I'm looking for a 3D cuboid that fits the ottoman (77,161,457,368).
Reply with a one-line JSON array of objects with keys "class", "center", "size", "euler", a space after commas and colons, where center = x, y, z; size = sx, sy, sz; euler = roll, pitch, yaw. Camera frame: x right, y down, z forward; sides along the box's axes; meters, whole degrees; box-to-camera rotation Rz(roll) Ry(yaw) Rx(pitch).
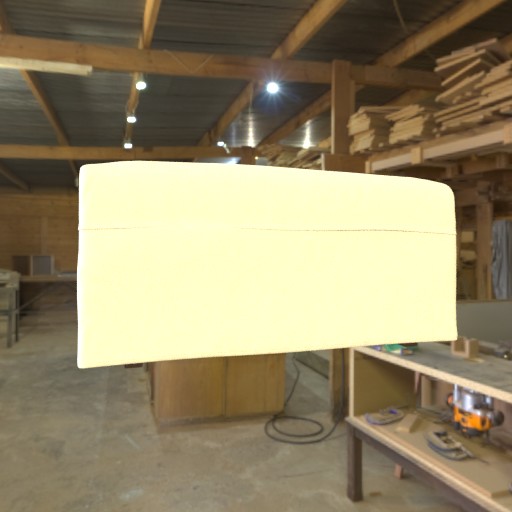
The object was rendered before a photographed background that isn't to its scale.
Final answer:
[{"class": "ottoman", "center": [0.000, 0.000, 1.201], "size": [0.872, 0.444, 0.590], "euler": [0, 1, -18]}]
